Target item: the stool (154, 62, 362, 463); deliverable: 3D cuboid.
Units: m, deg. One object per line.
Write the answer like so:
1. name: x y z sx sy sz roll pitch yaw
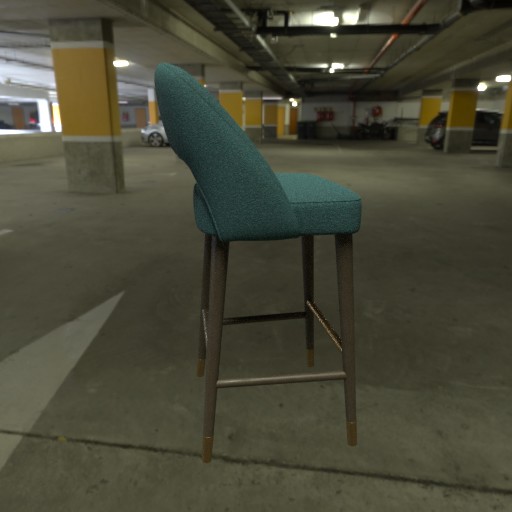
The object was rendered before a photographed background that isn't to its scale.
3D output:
1. stool: 0.000 0.000 1.306 0.522 1.032 0.536 -3 17 -9
